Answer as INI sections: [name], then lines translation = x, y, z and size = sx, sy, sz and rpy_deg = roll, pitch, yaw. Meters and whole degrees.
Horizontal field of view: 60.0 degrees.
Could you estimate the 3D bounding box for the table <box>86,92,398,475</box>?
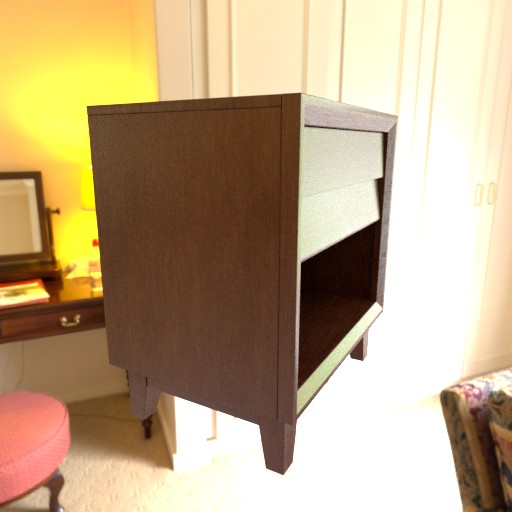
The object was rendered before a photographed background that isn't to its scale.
[table]
translation = 0.000, 0.000, 0.984
size = 0.449, 0.609, 0.557
rpy_deg = 8, 16, 29
